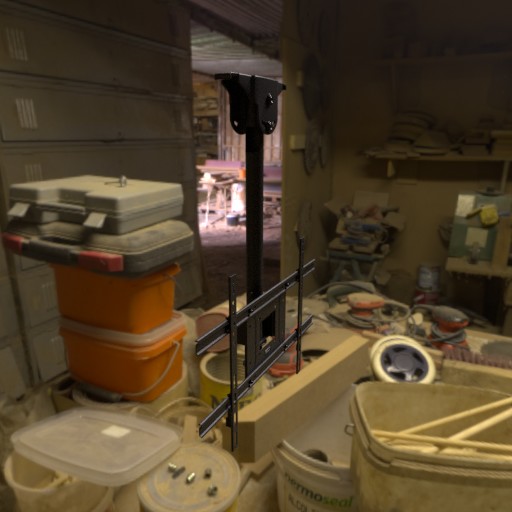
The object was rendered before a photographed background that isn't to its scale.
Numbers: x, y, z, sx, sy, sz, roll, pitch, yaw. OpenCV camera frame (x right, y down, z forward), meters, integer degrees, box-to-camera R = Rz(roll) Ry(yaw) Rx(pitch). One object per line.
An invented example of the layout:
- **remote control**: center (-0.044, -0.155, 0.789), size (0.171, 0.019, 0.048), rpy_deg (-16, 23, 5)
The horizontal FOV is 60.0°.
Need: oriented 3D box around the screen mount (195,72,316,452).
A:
- **screen mount**: center (0.000, 0.000, 1.040), size (0.090, 0.775, 0.595), rpy_deg (8, 18, 27)
